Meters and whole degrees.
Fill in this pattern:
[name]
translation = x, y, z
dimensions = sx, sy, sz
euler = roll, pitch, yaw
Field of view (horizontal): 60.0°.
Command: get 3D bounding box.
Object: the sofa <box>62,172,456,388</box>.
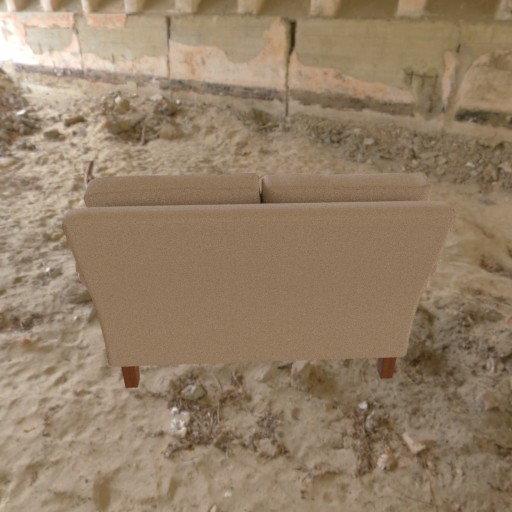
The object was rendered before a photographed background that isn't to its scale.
[sofa]
translation = 0.000, 0.000, 2.270
dimensions = 1.508, 1.048, 1.087
euler = -1, 29, -2
